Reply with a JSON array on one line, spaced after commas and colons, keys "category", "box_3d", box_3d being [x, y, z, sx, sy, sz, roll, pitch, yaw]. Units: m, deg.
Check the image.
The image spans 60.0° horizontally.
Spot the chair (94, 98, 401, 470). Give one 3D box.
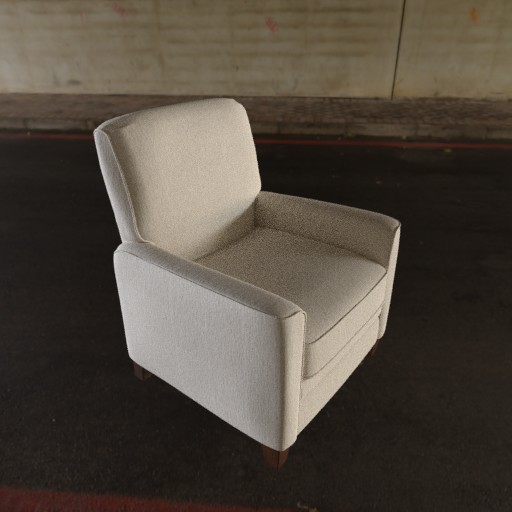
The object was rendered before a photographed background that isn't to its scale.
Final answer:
[{"category": "chair", "box_3d": [0.000, 0.000, 1.664, 0.858, 1.028, 0.841, 20, 34, 33]}]
